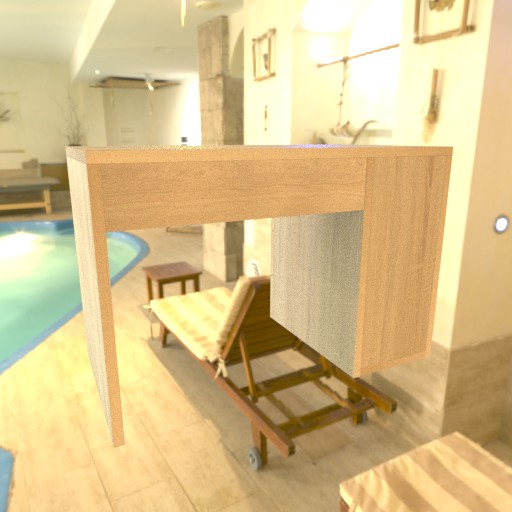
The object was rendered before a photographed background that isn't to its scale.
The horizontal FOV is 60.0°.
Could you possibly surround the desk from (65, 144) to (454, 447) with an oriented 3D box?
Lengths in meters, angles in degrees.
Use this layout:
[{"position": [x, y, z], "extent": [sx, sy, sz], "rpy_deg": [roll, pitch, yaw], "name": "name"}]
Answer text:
[{"position": [0.000, 0.000, 1.522], "extent": [1.100, 0.731, 0.600], "rpy_deg": [-7, 17, -25], "name": "desk"}]
